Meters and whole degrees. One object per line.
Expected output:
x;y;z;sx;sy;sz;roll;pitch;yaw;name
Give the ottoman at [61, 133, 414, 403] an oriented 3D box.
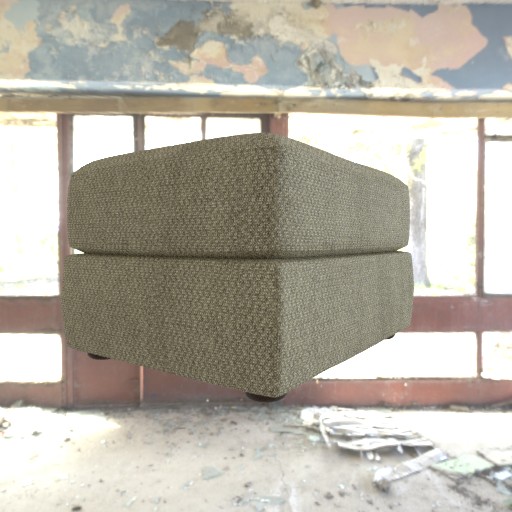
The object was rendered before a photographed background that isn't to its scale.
0.000;0.000;1.140;0.603;0.476;0.751;2;3;35;ottoman
